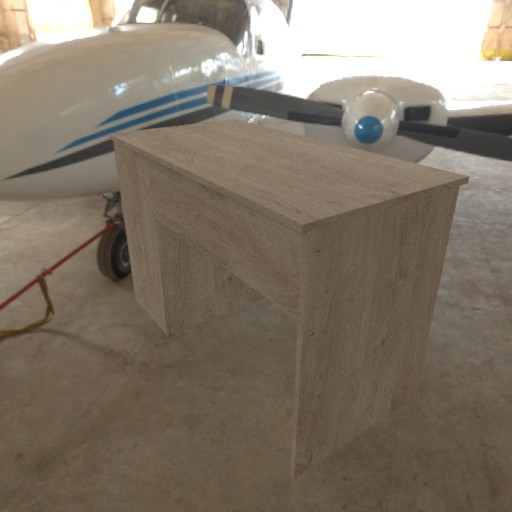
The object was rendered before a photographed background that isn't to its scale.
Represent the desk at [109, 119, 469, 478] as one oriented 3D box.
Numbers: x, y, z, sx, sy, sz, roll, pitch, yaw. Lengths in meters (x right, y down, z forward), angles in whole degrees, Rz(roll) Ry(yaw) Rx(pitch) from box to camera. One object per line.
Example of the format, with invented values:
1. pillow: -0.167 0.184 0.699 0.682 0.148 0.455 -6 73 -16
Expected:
1. desk: 0.000 0.000 1.546 0.560 0.730 1.096 -17 31 -31
